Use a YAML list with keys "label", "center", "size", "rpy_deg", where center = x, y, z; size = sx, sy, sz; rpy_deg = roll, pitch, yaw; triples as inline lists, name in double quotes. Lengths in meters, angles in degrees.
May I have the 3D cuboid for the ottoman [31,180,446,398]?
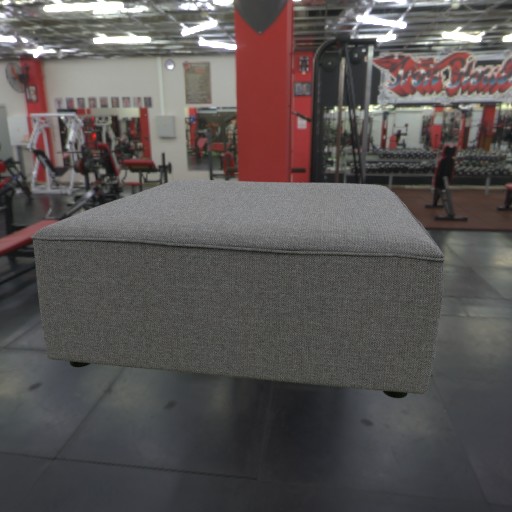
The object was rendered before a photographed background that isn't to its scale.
- label: "ottoman"
  center: [0.000, 0.000, 1.546]
  size: [1.023, 0.423, 1.017]
  rpy_deg: [3, 17, 10]
